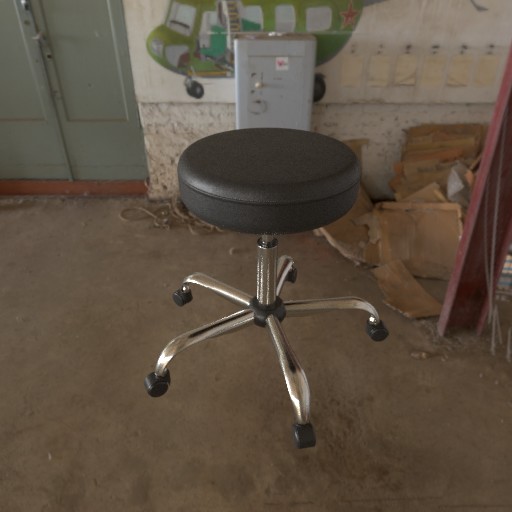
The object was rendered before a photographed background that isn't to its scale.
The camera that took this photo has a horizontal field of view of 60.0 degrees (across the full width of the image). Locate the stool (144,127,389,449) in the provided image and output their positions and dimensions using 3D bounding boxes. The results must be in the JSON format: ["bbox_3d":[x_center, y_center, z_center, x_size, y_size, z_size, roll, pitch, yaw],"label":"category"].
[{"bbox_3d":[0.000,0.000,1.146,0.638,0.576,0.673,21,38,30],"label":"stool"}]
